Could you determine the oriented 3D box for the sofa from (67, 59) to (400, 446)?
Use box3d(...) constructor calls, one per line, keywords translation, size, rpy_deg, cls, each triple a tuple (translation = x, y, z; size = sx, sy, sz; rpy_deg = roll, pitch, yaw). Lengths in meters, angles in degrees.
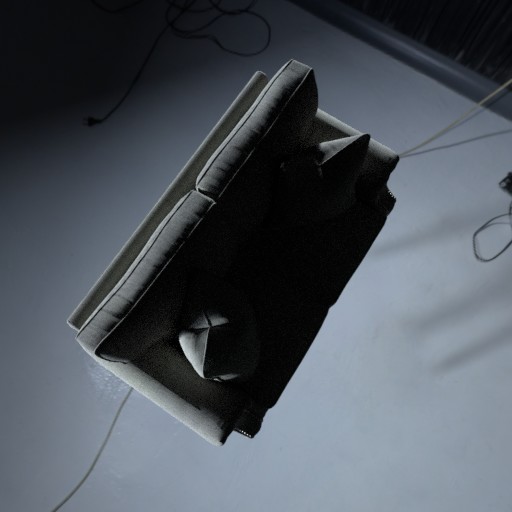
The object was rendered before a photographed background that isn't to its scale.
box3d(translation=(0.000, 0.000, 2.282), size=(0.966, 0.966, 1.701), rpy_deg=(32, 76, 9), cls="sofa")
